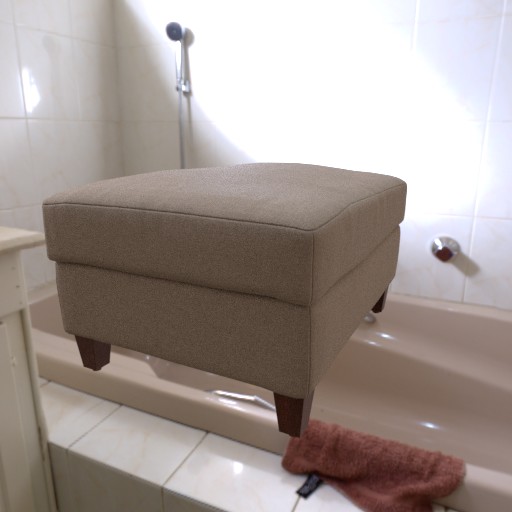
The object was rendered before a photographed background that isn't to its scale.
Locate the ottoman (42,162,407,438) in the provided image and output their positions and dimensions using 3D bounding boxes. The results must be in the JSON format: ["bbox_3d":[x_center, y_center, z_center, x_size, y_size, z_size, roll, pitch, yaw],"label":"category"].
[{"bbox_3d":[0.000,0.000,1.285,0.692,0.511,0.902,8,17,27],"label":"ottoman"}]
